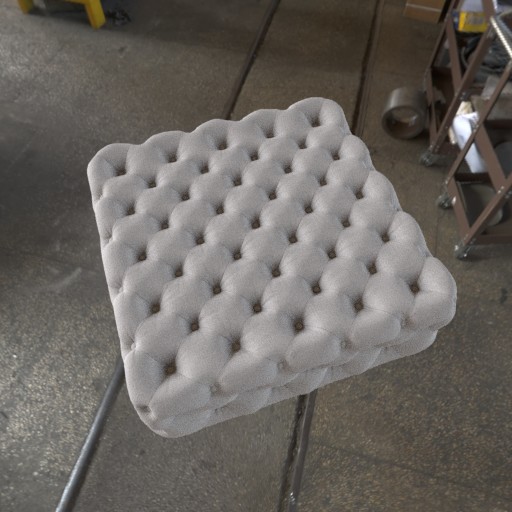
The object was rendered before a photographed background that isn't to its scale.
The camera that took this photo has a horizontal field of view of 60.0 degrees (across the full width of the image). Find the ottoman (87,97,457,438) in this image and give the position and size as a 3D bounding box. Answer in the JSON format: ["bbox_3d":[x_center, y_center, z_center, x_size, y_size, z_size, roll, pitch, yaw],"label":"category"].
[{"bbox_3d":[0.000,0.000,1.208,0.758,0.365,0.764,-17,59,-10],"label":"ottoman"}]
